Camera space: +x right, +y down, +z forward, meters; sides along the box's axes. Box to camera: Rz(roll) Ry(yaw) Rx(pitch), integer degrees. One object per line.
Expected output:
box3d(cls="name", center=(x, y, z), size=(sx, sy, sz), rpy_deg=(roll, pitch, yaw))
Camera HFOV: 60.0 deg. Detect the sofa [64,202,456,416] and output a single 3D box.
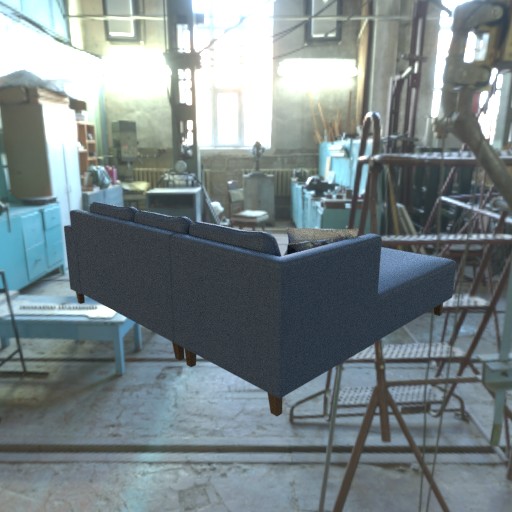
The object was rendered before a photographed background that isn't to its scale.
box3d(cls="sofa", center=(0.000, 0.000, 3.158), size=(1.829, 0.787, 2.120), rpy_deg=(-14, 19, -43))
